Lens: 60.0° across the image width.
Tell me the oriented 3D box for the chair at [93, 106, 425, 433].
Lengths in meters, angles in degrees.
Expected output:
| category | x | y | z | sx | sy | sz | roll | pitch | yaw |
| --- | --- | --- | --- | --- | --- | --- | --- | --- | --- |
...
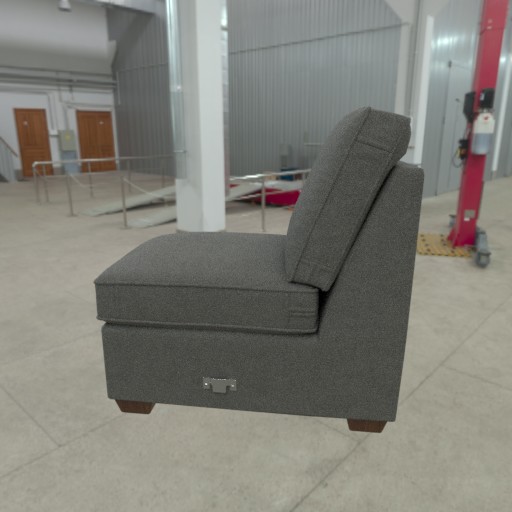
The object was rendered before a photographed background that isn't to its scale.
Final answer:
| category | x | y | z | sx | sy | sz | roll | pitch | yaw |
| --- | --- | --- | --- | --- | --- | --- | --- | --- | --- |
| chair | 0.000 | 0.000 | 1.545 | 0.938 | 0.970 | 0.621 | 2 | 16 | 7 |
